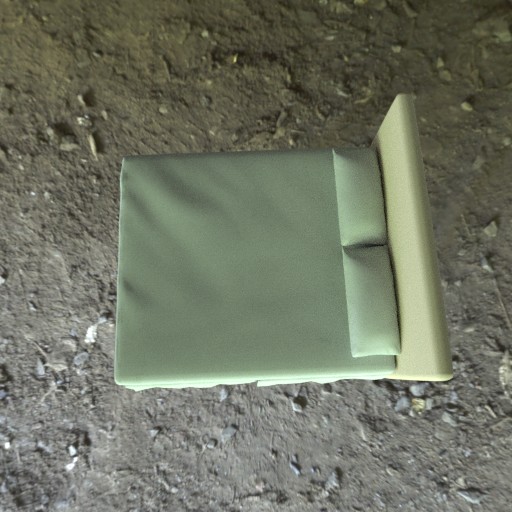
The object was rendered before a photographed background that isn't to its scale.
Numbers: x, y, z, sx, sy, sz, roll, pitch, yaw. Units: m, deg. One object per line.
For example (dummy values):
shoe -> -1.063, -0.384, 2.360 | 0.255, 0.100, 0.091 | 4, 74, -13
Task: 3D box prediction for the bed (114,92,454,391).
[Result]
bed -> 0.000, 0.000, 3.267 | 2.142, 1.330, 1.884 | -2, 75, -1
